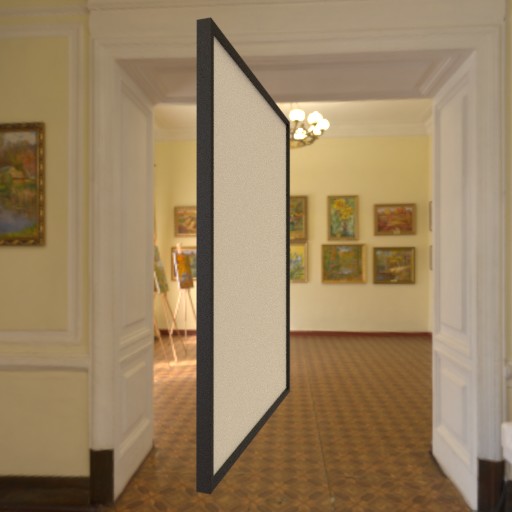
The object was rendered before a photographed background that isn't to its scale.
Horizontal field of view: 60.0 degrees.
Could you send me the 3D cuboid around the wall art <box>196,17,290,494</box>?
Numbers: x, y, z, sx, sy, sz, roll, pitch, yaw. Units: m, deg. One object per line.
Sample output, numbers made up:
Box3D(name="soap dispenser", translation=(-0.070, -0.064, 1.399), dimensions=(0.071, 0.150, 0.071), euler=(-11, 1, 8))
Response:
Box3D(name="wall art", translation=(0.000, 0.000, 1.382), dimensions=(0.036, 1.070, 0.802), euler=(0, 0, 17))
